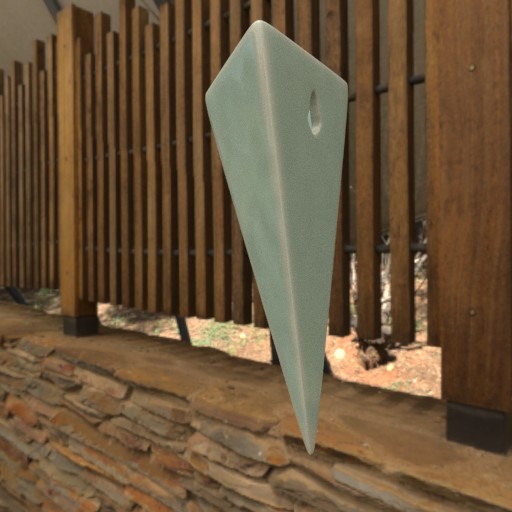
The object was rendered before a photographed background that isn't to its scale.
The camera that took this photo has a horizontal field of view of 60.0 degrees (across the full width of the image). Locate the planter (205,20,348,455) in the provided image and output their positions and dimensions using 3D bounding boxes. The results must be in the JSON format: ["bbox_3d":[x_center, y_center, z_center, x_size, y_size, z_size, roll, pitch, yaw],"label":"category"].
[{"bbox_3d":[0.000,0.000,0.216,0.064,0.178,0.080,0,1,35],"label":"planter"}]
